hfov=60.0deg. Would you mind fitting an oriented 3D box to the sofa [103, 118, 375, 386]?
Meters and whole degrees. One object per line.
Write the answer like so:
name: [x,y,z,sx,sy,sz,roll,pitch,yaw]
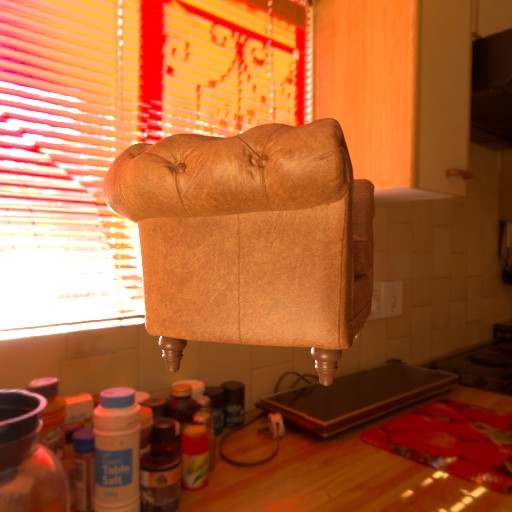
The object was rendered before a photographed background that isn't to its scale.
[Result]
sofa: [0.000,0.000,2.068,1.033,0.878,1.405,0,1,19]
